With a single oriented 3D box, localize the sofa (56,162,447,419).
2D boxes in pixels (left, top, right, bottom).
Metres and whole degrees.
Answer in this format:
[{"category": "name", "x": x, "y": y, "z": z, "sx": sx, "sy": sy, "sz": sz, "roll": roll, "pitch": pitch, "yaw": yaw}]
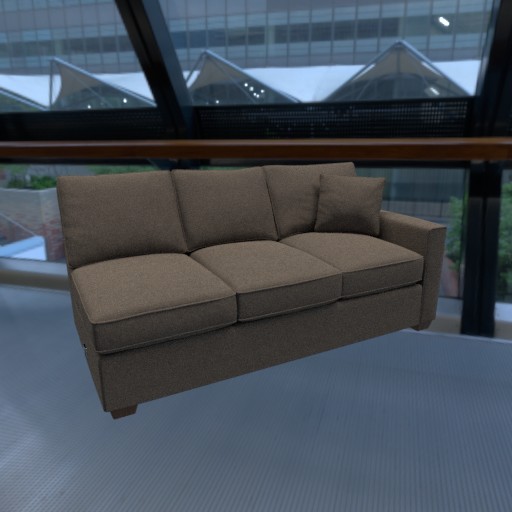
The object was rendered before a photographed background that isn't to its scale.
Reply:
[{"category": "sofa", "x": 0.000, "y": 0.000, "z": 2.528, "sx": 1.963, "sy": 0.946, "sz": 1.034, "roll": -9, "pitch": 18, "yaw": -27}]
